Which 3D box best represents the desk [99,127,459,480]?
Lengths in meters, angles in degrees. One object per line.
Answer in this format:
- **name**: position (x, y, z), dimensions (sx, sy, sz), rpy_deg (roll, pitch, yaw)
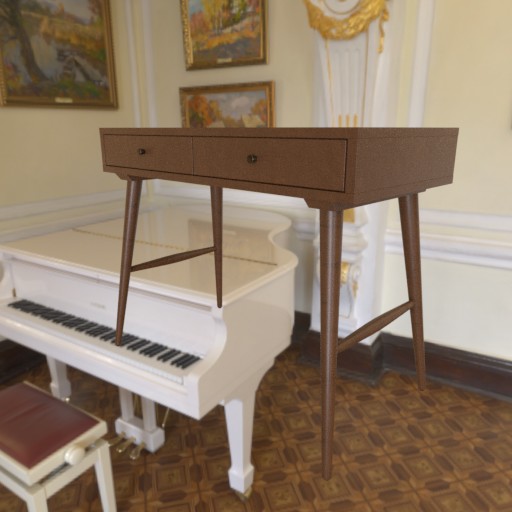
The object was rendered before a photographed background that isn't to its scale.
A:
- **desk**: position (0.000, 0.000, 1.363), dimensions (0.949, 0.758, 0.510), rpy_deg (15, 22, 42)
